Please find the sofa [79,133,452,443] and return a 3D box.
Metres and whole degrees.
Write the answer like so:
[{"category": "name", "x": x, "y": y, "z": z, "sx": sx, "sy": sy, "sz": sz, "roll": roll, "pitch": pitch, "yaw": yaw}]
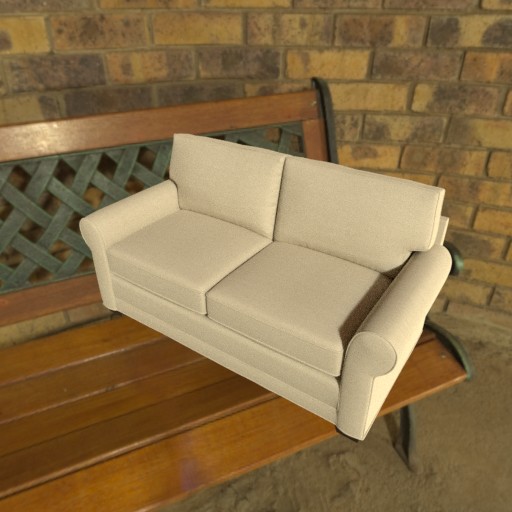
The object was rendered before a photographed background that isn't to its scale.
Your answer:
[{"category": "sofa", "x": 0.000, "y": 0.000, "z": 2.309, "sx": 1.774, "sy": 0.933, "sz": 0.861, "roll": 20, "pitch": 36, "yaw": 29}]
